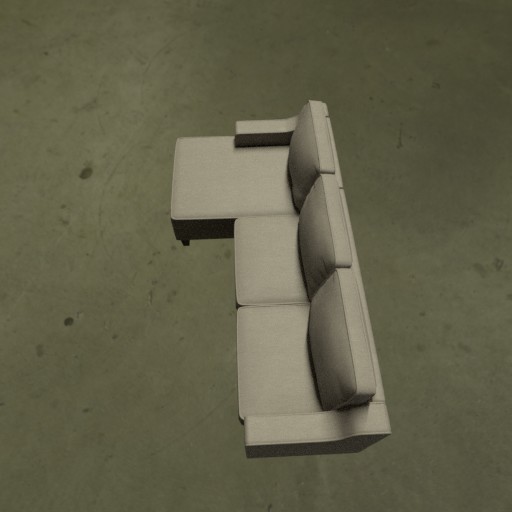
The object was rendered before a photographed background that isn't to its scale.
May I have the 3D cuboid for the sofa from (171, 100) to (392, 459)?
[{"bbox_3d":[0.000,0.000,3.163,1.294,0.928,2.561,-2,58,-1],"label":"sofa"}]
